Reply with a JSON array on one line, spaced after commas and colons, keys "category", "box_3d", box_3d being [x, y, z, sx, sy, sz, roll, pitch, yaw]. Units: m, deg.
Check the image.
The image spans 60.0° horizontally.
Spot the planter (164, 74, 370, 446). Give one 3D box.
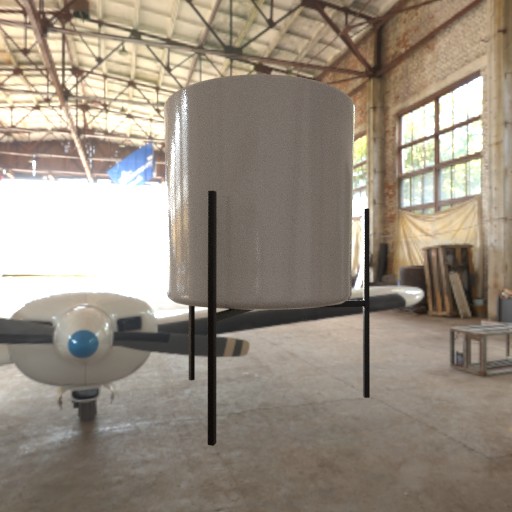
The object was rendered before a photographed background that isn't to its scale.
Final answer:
[{"category": "planter", "box_3d": [0.000, 0.000, 0.647, 0.307, 0.431, 0.308, 0, -1, 19]}]
